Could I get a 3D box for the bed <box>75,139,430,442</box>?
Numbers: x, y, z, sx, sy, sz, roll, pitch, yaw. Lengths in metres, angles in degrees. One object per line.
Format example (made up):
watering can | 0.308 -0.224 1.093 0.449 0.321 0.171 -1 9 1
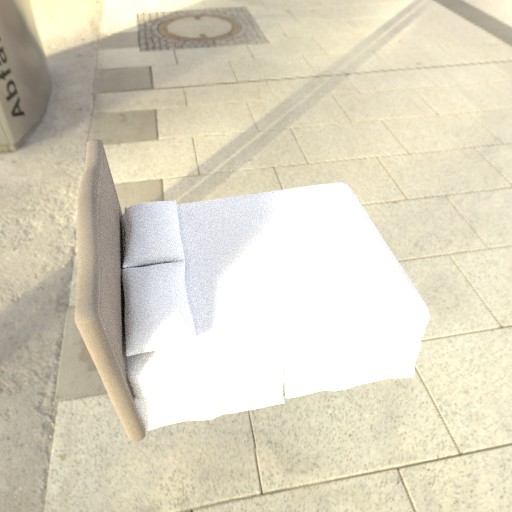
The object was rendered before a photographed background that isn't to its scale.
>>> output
bed | 0.000 0.000 3.246 2.128 1.441 1.744 -9 46 -9
